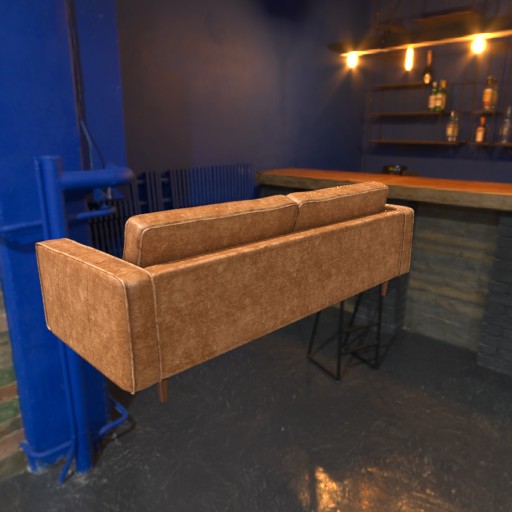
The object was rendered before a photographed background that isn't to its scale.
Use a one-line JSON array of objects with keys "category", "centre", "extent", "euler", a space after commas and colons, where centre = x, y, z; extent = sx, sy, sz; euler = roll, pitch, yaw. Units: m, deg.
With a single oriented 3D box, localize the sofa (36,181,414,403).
[{"category": "sofa", "centre": [0.000, 0.000, 2.621], "extent": [2.199, 0.779, 0.886], "euler": [-15, 22, -42]}]
